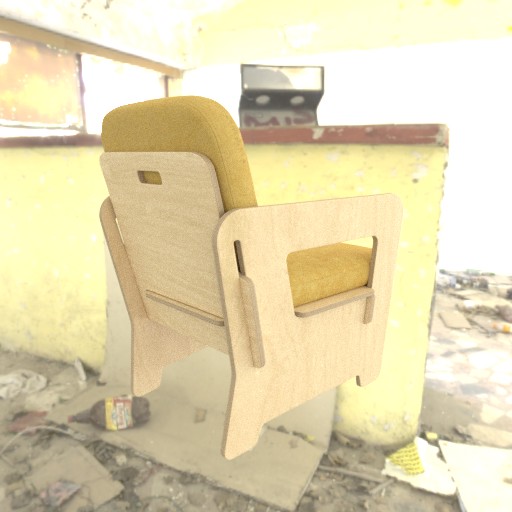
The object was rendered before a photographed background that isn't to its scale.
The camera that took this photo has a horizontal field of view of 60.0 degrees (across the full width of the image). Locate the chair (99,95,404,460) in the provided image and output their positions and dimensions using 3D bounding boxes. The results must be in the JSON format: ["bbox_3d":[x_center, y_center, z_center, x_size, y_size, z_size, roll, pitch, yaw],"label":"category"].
[{"bbox_3d":[0.000,0.000,1.267,0.590,0.800,0.710,12,18,43],"label":"chair"}]
